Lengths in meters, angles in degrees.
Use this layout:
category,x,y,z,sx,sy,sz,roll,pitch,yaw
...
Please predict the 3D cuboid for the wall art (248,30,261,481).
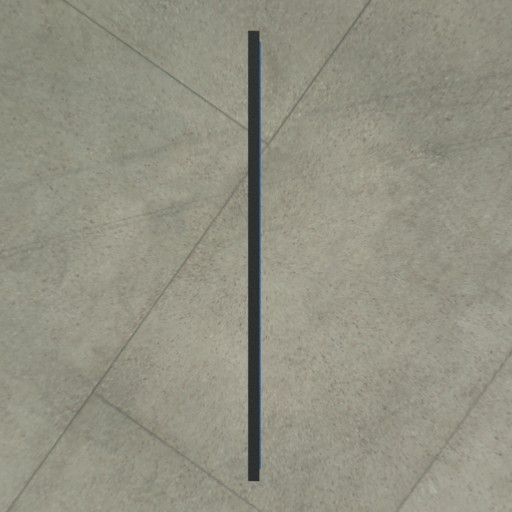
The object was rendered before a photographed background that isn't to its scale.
category,x,y,z,sx,sy,sz,roll,pitch,yaw
wall art,0.000,0.000,0.679,0.013,0.457,0.458,0,90,0
